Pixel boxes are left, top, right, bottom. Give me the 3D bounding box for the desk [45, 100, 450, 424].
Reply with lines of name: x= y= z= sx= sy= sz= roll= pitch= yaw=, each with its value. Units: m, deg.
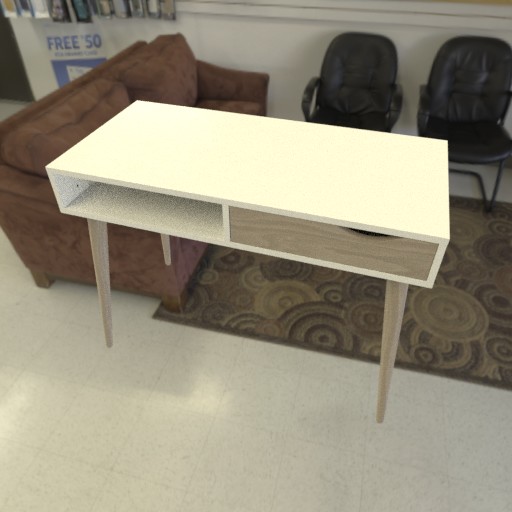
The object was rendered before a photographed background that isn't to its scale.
desk: x=0.000 y=0.000 z=1.421 sx=0.979 sy=0.723 sz=0.491 roll=12 pitch=42 yaw=13
